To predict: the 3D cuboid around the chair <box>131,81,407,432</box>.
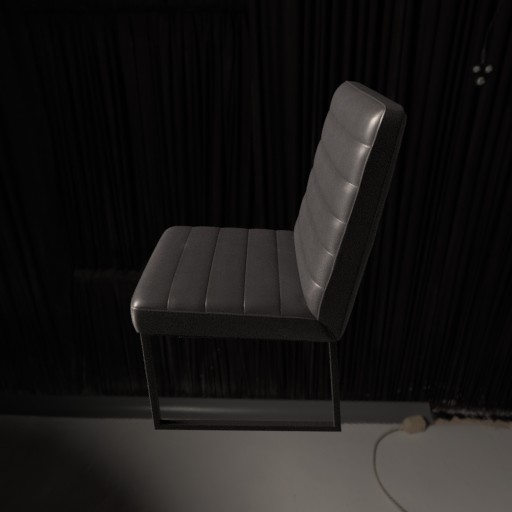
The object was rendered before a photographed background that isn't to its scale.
[{"bbox_3d":[0.000,0.000,1.310,0.634,0.930,0.520,0,27,1],"label":"chair"}]
